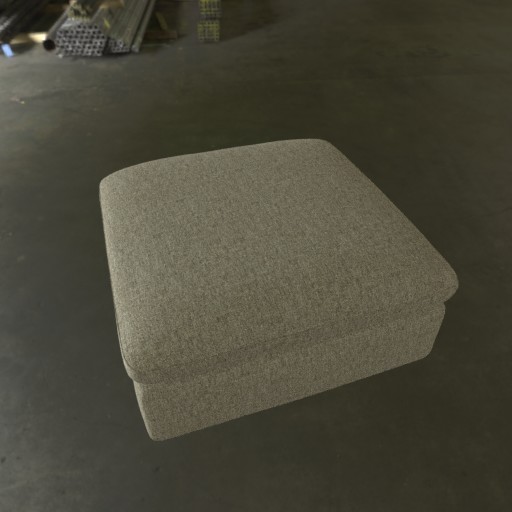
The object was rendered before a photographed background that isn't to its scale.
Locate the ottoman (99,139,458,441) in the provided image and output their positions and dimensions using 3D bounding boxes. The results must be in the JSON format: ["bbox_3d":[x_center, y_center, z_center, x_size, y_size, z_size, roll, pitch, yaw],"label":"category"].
[{"bbox_3d":[0.000,0.000,1.686,1.039,0.526,1.035,-13,43,-14],"label":"ottoman"}]
